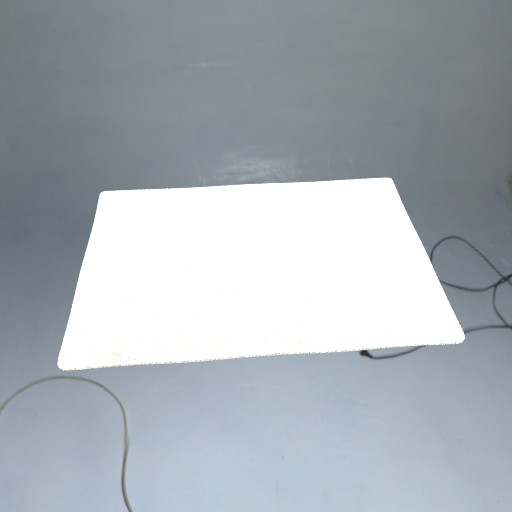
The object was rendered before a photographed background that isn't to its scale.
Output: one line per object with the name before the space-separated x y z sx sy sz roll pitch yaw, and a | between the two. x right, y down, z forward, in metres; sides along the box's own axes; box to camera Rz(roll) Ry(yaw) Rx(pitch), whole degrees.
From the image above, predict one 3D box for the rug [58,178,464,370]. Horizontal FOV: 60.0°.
rug | 0.000 0.000 3.505 2.698 0.025 1.798 -3 47 -3
